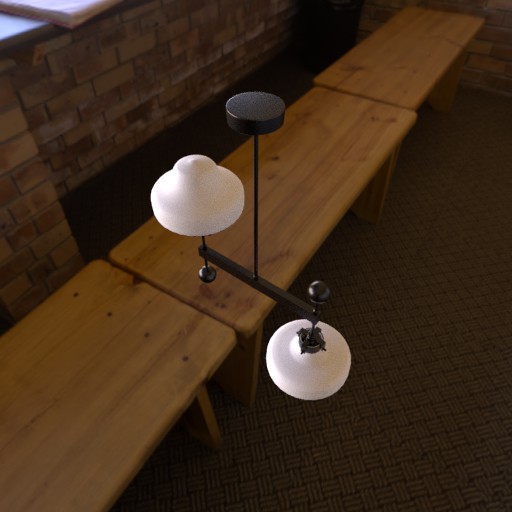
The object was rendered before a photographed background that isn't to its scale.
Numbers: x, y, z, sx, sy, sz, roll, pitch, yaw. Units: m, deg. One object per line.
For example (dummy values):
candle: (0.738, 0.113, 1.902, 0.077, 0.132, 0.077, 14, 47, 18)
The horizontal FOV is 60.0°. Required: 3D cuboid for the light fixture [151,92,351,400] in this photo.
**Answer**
light fixture: (0.000, 0.000, 1.029, 0.489, 0.743, 0.422, 0, 46, 0)
